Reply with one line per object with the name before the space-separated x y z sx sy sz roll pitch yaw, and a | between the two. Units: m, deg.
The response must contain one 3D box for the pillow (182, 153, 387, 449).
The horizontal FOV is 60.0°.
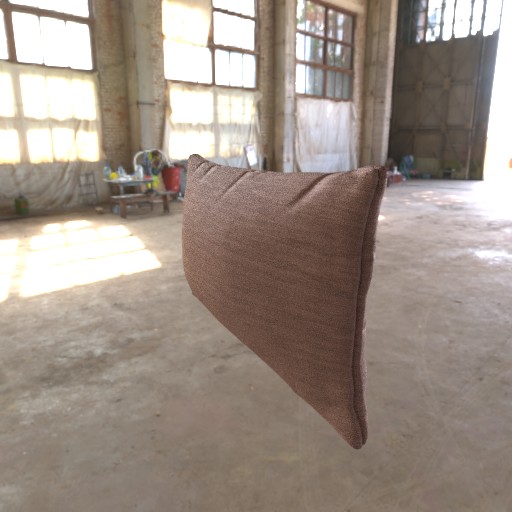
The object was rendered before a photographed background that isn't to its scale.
pillow | 0.000 0.000 0.773 0.210 0.338 0.633 -7 16 -25
